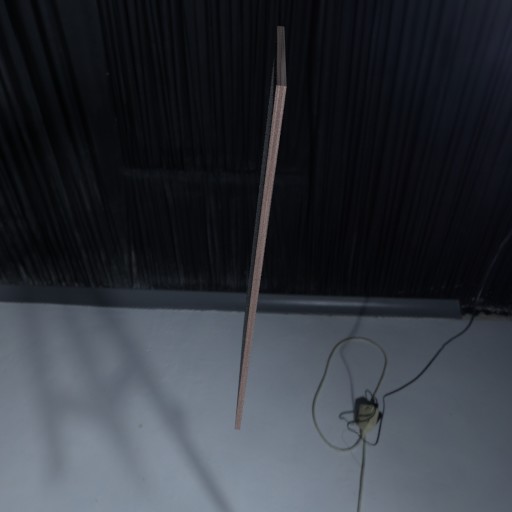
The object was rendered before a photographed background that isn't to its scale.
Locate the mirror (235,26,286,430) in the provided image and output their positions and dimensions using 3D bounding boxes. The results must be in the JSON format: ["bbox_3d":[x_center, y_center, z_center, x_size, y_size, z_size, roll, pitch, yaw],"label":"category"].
[{"bbox_3d":[0.000,0.000,2.324,0.221,2.020,0.812,1,39,2],"label":"mirror"}]
